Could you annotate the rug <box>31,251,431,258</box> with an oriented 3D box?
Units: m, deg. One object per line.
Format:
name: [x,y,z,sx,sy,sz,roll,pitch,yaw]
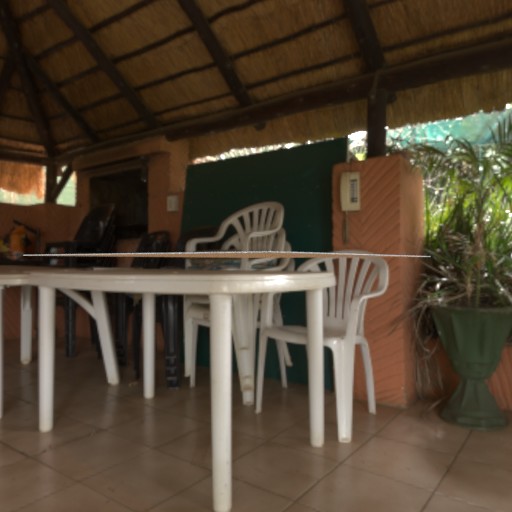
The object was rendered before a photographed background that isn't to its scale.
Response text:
rug: [0.000,0.000,4.254,2.443,0.007,3.200,0,-1,35]
